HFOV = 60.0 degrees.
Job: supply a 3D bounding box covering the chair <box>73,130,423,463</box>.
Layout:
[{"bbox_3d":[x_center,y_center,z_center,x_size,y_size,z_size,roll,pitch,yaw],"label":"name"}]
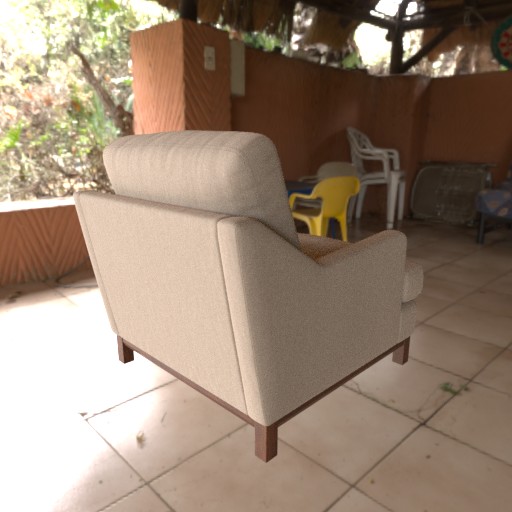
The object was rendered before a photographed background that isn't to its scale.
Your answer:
[{"bbox_3d":[0.000,0.000,1.691,1.001,0.916,0.912,-14,20,-43],"label":"chair"}]
